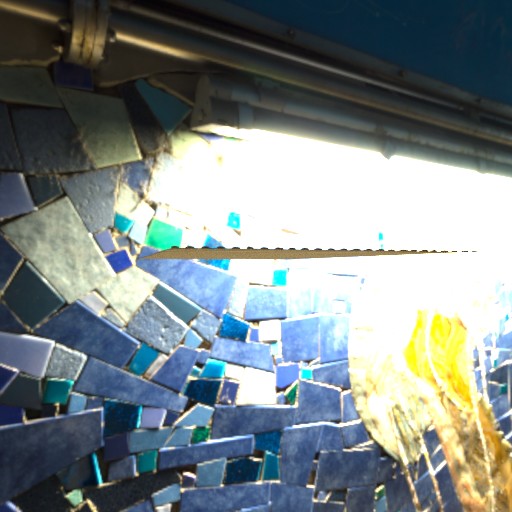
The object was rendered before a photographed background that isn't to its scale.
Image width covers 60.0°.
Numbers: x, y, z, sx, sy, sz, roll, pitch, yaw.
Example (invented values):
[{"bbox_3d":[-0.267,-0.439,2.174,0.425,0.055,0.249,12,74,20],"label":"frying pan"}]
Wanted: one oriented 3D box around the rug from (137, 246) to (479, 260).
[{"bbox_3d":[0.000,0.000,2.569,1.229,0.011,2.096,0,-1,-18],"label":"rug"}]
